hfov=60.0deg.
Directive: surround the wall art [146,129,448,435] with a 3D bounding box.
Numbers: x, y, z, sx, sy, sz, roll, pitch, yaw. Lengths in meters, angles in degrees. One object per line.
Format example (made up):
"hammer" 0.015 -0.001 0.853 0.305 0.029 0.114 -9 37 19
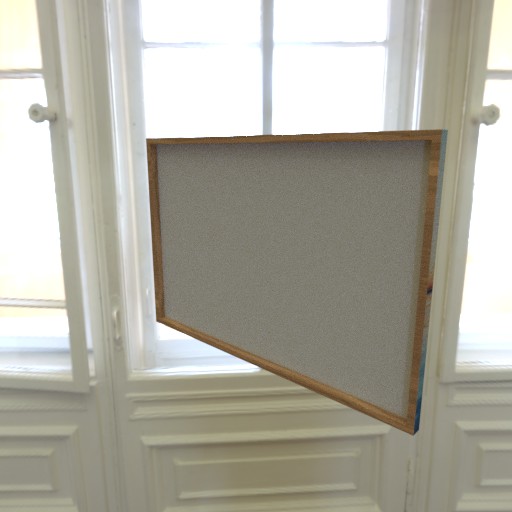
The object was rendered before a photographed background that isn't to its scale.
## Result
"wall art" 0.000 0.000 1.437 1.137 0.756 0.034 12 18 42
